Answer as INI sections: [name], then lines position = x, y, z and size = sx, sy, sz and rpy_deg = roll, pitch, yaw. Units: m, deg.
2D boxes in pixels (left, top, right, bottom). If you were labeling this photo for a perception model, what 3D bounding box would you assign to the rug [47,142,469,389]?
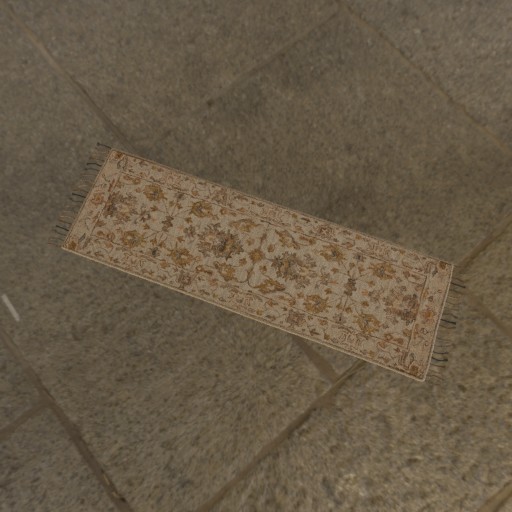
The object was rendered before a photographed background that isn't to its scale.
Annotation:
[rug]
position = 0.000, 0.000, 2.641
size = 2.438, 0.021, 0.729
rpy_deg = 19, 75, 5
